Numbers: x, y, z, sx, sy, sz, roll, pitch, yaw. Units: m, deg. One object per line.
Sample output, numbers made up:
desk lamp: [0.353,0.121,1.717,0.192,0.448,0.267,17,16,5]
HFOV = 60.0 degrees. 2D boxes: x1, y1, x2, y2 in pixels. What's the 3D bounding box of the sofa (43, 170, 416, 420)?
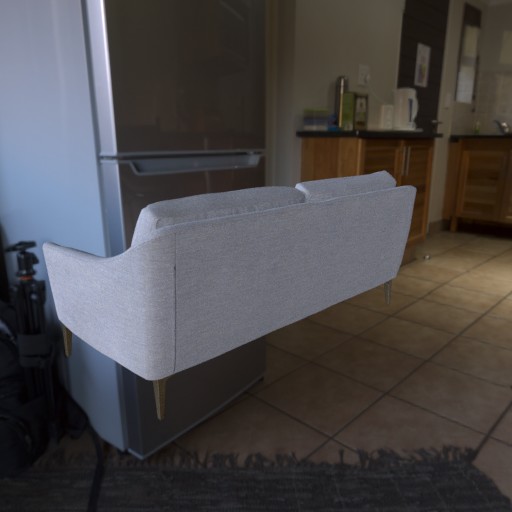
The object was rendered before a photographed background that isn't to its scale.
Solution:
sofa: [0.000,0.000,2.570,2.036,0.913,0.980,-15,22,-42]
